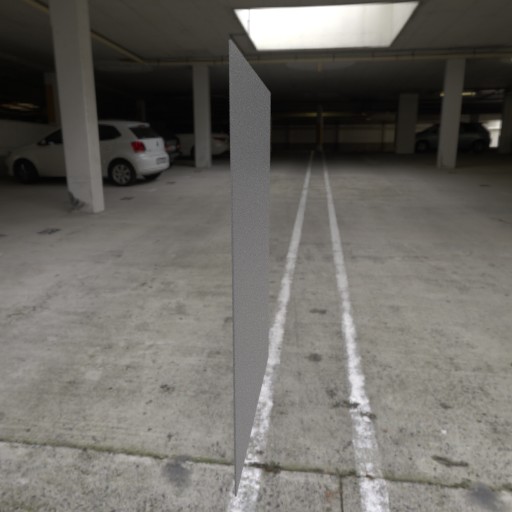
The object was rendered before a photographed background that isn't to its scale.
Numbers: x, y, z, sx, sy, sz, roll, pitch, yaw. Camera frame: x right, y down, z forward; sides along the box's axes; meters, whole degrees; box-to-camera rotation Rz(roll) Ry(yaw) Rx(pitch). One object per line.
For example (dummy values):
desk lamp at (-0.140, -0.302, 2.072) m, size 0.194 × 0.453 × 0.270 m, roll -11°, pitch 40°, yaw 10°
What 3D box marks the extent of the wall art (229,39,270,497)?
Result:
wall art at (0.000, 0.000, 0.793) m, size 0.003 × 0.609 × 0.457 m, roll 2°, pitch 13°, yaw 7°
